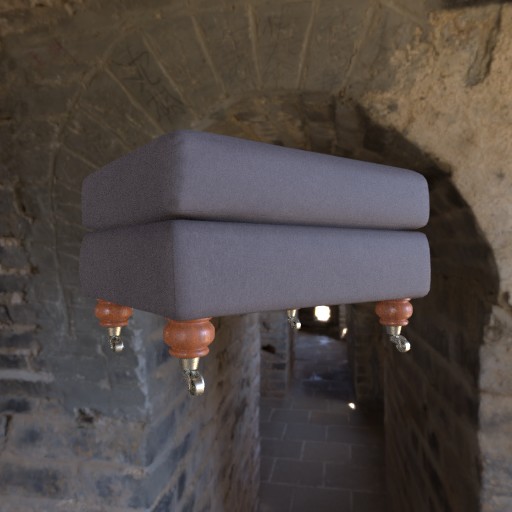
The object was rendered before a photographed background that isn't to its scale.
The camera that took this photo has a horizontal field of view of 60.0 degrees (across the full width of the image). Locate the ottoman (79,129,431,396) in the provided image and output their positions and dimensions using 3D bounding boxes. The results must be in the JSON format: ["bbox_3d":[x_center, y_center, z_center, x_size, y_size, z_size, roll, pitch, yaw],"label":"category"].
[{"bbox_3d":[0.000,0.000,1.170,0.773,0.497,0.574,0,0,-36],"label":"ottoman"}]
